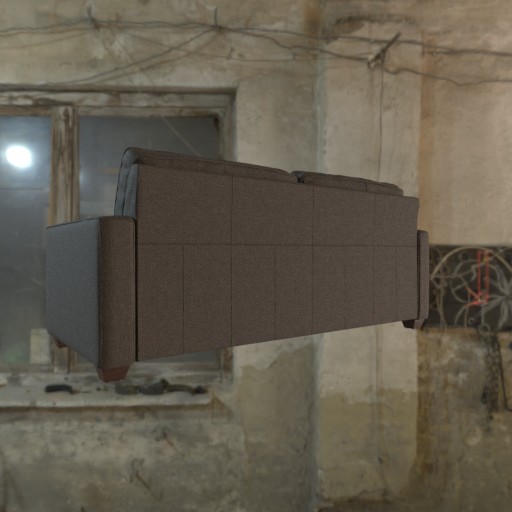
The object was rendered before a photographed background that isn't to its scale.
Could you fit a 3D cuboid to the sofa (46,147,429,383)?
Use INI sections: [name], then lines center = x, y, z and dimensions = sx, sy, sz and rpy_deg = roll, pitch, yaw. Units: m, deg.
[sofa]
center = 0.000, 0.000, 2.536
dimensions = 2.080, 0.919, 0.940
rpy_deg = 0, 1, -36
